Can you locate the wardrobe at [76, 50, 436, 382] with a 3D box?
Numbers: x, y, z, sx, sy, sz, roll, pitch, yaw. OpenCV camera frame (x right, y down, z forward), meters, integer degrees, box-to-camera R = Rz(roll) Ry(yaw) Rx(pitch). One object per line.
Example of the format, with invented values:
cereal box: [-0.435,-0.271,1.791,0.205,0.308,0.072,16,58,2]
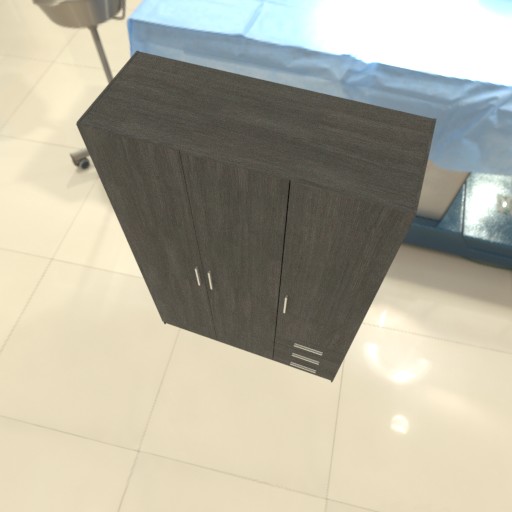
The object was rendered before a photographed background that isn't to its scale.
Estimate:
wardrobe: [0.000,0.000,2.498,1.290,1.910,0.510,17,59,10]
